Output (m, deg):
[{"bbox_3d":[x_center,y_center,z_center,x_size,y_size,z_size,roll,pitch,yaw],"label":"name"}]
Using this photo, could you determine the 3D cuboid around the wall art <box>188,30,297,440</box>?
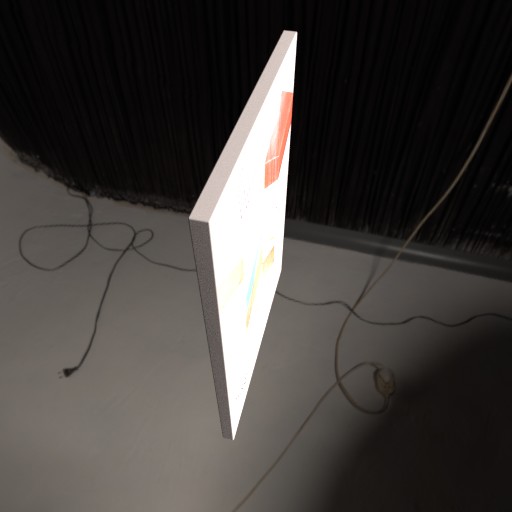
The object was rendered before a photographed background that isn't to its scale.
[{"bbox_3d":[0.000,0.000,1.615,0.046,1.221,0.914,11,50,9],"label":"wall art"}]
